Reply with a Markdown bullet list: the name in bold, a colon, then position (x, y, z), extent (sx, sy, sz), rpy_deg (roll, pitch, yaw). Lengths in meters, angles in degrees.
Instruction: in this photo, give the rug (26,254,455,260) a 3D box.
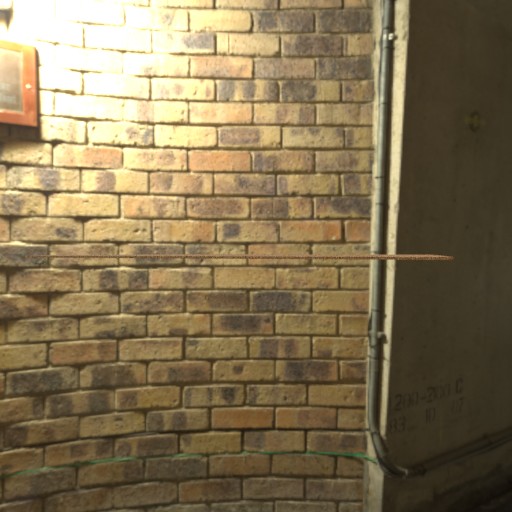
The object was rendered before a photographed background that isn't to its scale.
- **rug**: position (0.000, 0.000, 2.755), extent (2.141, 0.013, 1.566), rpy_deg (0, 1, 19)
